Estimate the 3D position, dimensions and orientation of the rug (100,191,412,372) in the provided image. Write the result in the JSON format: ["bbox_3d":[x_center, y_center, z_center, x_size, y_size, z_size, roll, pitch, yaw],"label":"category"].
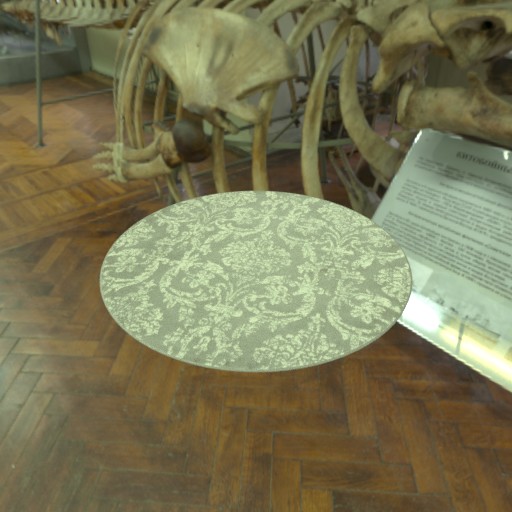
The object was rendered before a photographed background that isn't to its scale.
[{"bbox_3d":[0.000,0.000,2.351,1.593,0.012,1.593,0,34,0],"label":"rug"}]
